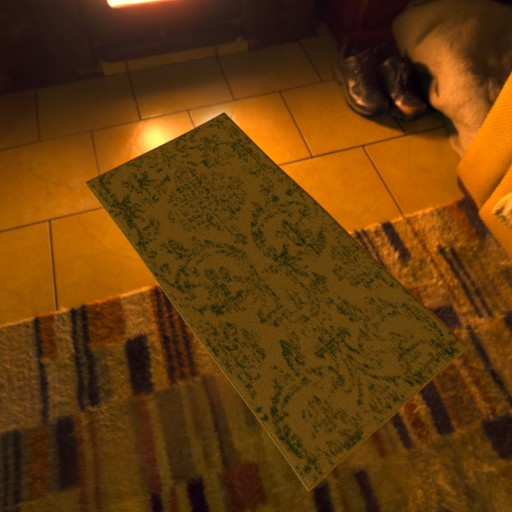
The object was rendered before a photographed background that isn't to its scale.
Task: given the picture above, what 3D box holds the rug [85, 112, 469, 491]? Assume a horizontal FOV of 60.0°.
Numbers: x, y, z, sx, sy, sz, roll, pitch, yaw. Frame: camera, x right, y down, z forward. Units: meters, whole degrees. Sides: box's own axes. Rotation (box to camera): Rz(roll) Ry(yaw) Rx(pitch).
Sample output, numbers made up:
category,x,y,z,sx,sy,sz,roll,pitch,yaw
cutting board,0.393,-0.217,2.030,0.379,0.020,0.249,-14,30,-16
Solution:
category,x,y,z,sx,sy,sz,roll,pitch,yaw
rug,0.000,0.000,1.420,0.605,0.007,1.220,-33,65,-18
